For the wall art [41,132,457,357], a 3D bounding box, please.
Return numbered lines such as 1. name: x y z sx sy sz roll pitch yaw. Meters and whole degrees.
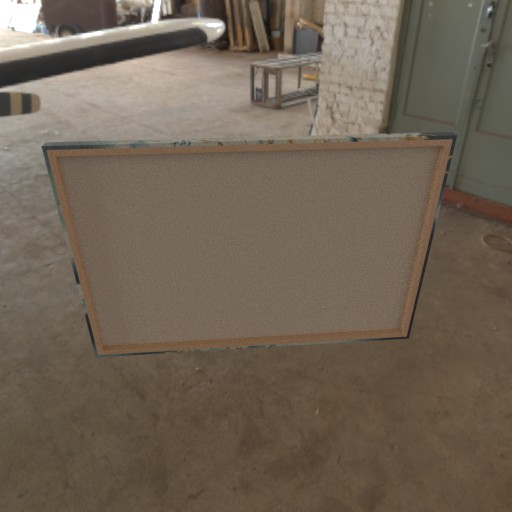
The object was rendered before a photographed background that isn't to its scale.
1. wall art: 0.000 0.000 1.422 1.138 0.759 0.035 -3 32 -4
